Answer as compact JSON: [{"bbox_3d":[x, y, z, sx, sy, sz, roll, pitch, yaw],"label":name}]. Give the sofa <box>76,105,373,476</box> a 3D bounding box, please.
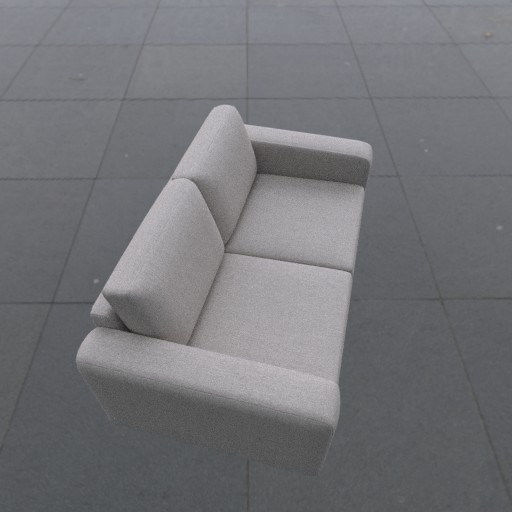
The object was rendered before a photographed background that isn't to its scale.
[{"bbox_3d":[0.000,0.000,2.013,0.900,0.800,1.540,11,49,9],"label":"sofa"}]
